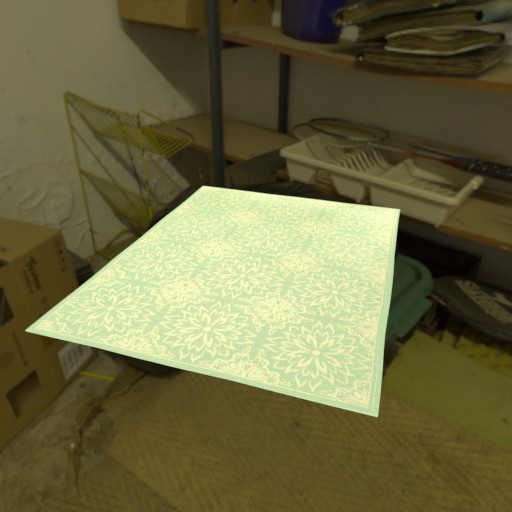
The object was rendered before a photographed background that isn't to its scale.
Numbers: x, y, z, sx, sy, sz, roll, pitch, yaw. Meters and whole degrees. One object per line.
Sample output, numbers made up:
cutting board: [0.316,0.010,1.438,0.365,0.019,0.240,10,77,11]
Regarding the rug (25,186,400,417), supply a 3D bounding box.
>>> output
rug: [0.000,0.000,3.955,2.363,0.012,2.980,9,31,16]
